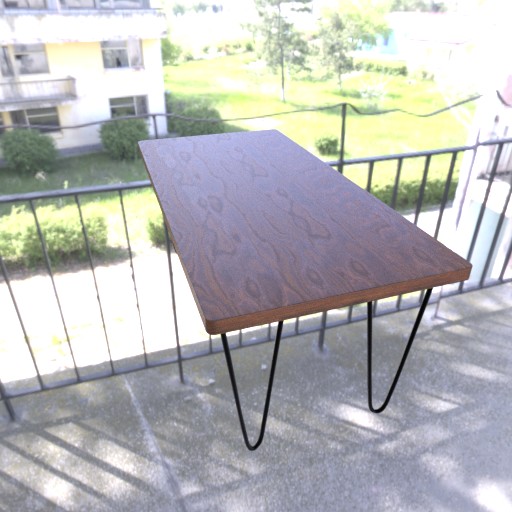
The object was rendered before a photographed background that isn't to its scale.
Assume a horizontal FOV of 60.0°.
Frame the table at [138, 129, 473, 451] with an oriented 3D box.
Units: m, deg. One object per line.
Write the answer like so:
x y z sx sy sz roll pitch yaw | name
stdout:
0.000 0.000 2.218 0.883 0.753 1.791 -10 32 -16 | table
